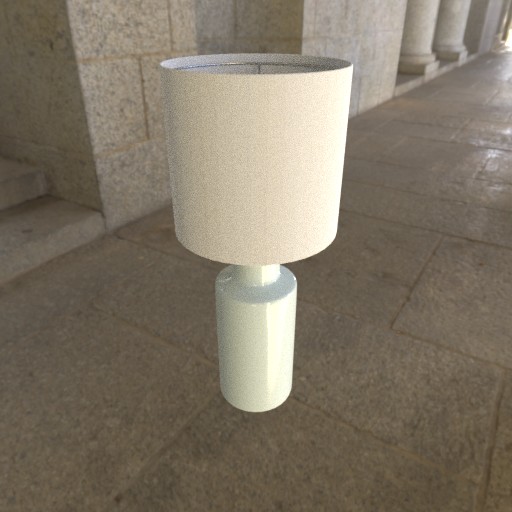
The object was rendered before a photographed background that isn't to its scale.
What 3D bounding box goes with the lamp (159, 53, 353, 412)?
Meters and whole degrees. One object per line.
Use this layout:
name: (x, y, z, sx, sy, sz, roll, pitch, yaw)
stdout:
lamp: (0.000, 0.000, 0.612, 0.212, 0.493, 0.212, 1, 29, 2)
